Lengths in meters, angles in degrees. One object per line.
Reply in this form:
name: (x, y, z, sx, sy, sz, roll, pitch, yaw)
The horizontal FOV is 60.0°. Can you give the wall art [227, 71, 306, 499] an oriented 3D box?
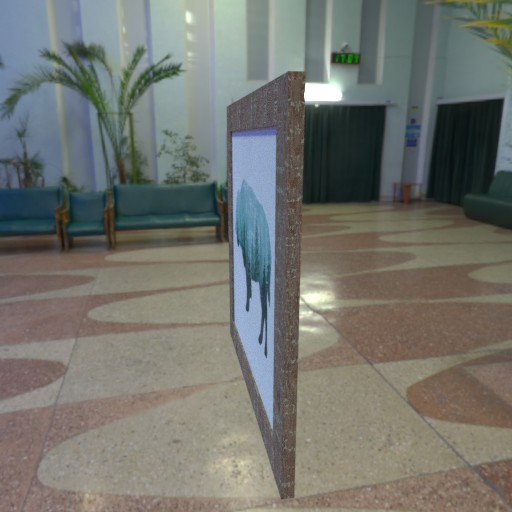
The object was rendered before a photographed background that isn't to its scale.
wall art: (0.000, 0.000, 0.556, 0.022, 0.380, 0.380, -3, 15, -10)
